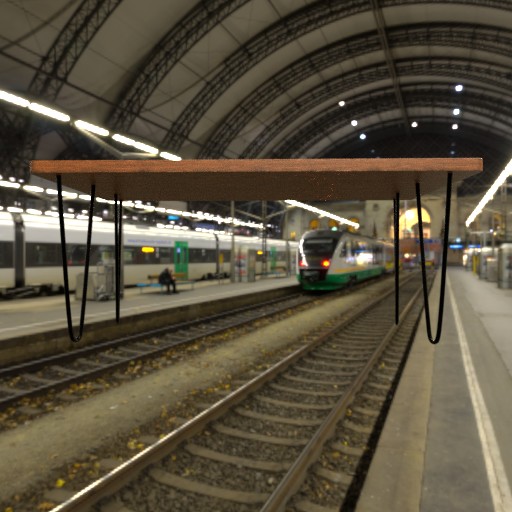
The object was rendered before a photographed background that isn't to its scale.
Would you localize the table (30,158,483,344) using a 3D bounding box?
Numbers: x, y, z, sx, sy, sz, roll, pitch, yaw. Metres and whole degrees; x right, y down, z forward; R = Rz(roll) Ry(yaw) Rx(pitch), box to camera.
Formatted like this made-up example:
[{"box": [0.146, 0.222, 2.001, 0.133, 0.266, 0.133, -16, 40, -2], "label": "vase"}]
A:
[{"box": [0.000, 0.000, 2.173, 1.791, 0.753, 0.883, 0, 0, 2], "label": "table"}]
